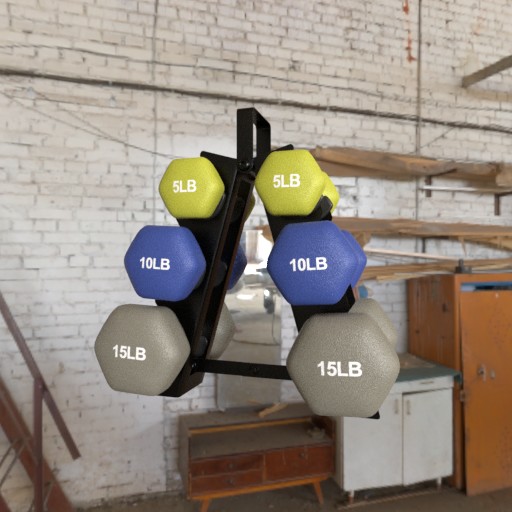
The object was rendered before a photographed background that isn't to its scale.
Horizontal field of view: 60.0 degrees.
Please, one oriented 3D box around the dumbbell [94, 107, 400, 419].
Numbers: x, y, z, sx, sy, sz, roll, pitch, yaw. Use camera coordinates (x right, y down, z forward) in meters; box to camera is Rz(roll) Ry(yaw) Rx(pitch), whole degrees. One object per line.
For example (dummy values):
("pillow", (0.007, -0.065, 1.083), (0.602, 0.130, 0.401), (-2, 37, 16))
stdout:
("dumbbell", (0.000, 0.000, 0.676), (0.416, 0.426, 0.261), (0, 0, 18))
